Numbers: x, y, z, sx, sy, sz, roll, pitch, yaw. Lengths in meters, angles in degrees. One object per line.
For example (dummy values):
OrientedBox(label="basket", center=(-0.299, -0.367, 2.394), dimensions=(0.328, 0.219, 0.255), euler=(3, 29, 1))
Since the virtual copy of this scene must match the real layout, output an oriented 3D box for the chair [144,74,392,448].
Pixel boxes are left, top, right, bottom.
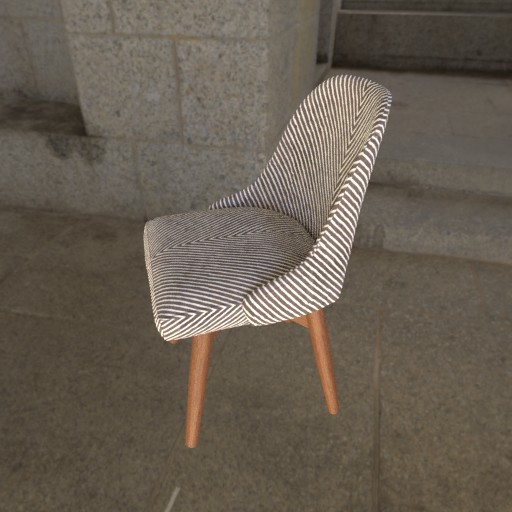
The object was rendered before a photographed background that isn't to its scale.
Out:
OrientedBox(label="chair", center=(0.000, 0.000, 1.221), dimensions=(0.591, 0.883, 0.504), euler=(-8, 33, -13))
